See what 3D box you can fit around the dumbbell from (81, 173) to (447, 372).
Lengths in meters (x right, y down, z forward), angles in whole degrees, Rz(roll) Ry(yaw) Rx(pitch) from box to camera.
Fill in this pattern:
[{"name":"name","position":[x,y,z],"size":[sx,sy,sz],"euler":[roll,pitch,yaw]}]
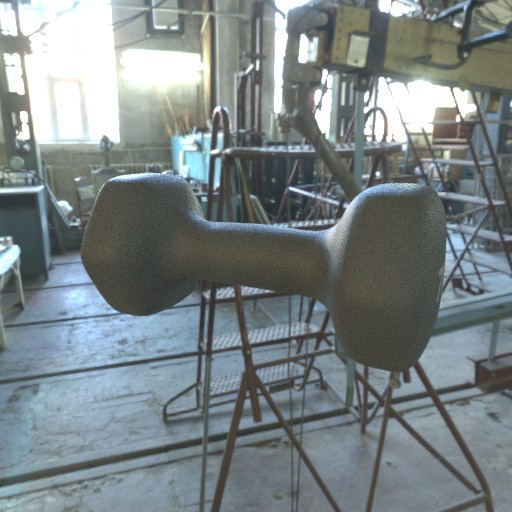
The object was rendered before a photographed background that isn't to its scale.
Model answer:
[{"name":"dumbbell","position":[0.000,0.000,0.235],"size":[0.184,0.081,0.090],"euler":[7,17,26]}]
